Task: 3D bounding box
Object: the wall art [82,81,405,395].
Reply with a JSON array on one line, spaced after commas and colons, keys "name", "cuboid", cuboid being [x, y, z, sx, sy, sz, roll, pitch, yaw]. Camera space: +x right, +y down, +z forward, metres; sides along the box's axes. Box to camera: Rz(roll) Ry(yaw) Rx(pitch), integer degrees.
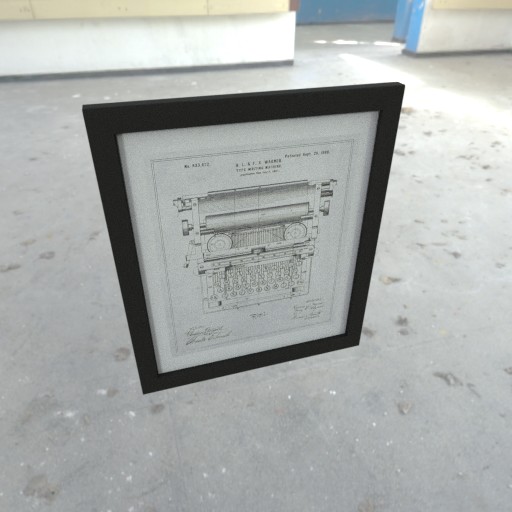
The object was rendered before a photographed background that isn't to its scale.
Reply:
[{"name": "wall art", "cuboid": [0.000, 0.000, 0.719, 0.432, 0.508, 0.021, -9, 35, -14]}]
